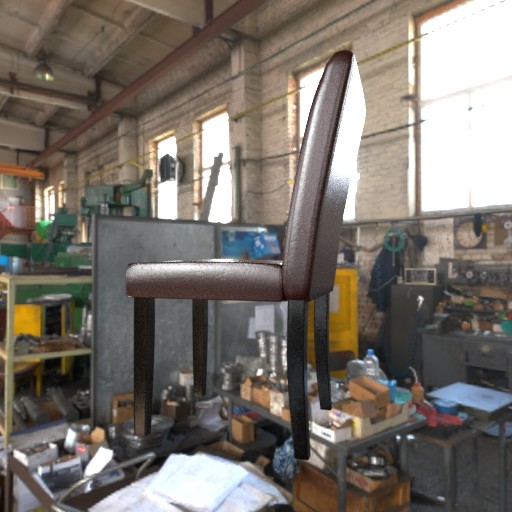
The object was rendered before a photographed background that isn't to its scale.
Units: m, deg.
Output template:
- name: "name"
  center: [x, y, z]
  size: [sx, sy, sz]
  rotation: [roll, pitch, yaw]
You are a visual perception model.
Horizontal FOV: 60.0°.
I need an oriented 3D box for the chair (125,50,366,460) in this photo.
- name: "chair"
  center: [0.000, 0.000, 1.198]
  size: [0.556, 0.897, 0.399]
  rotation: [0, -1, 18]
